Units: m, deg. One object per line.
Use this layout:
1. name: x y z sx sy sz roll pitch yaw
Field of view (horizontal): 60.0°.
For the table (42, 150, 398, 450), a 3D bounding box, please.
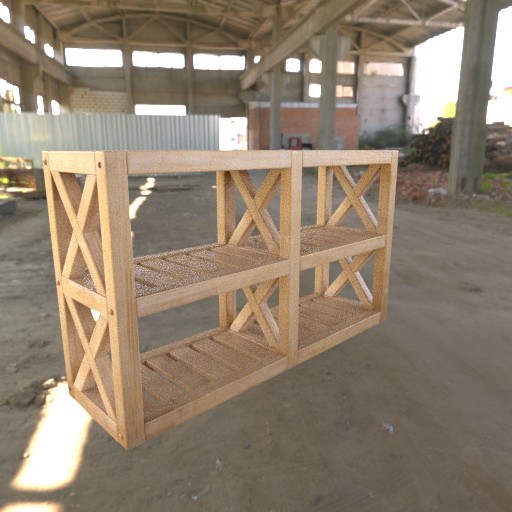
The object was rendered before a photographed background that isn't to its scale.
1. table: 0.000 0.000 1.643 1.320 0.762 0.381 -13 19 -43
